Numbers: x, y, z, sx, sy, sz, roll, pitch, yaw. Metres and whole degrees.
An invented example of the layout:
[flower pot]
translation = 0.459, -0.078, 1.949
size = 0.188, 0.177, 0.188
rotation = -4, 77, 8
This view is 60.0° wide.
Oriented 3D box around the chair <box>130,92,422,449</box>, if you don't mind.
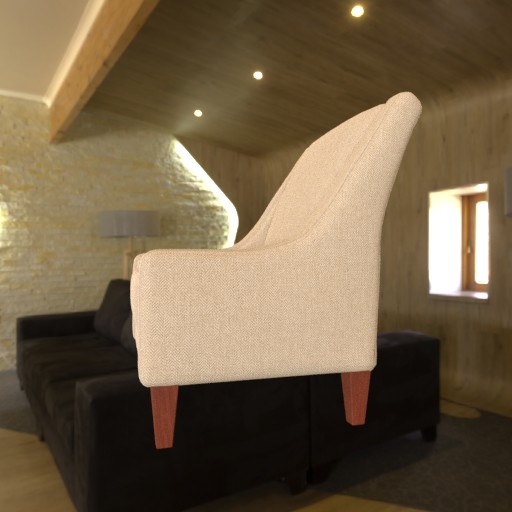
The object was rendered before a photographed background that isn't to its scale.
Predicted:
[chair]
translation = 0.000, 0.000, 1.602
size = 0.870, 1.014, 0.774
rotation = 0, -1, -17
